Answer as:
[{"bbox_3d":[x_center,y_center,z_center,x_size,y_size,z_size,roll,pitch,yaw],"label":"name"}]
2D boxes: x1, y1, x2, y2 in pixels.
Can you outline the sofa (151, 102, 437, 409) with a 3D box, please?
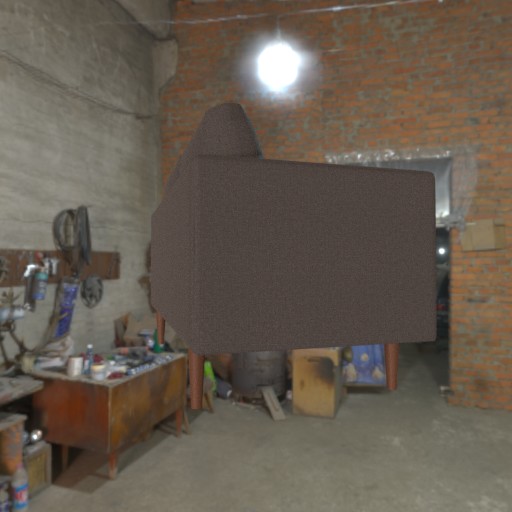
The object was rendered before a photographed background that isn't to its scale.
[{"bbox_3d":[0.000,0.000,1.930,0.796,0.908,1.430,0,-1,-17],"label":"sofa"}]
